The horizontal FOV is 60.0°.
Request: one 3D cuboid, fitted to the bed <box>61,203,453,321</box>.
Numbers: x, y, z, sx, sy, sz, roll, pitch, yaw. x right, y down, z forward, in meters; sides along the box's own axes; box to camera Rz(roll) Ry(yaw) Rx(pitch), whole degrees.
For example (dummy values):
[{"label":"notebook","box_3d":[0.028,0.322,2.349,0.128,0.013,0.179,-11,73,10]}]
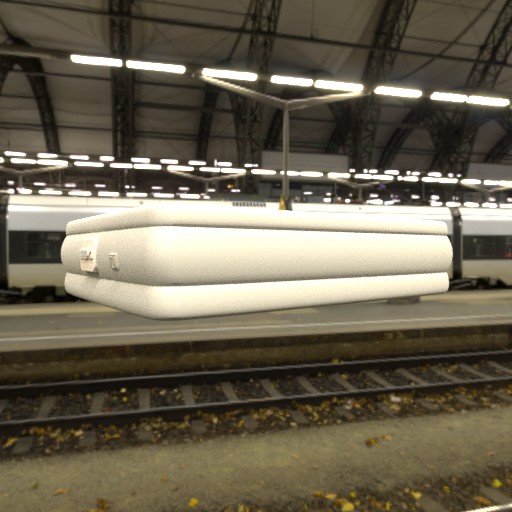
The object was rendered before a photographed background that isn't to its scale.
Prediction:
[{"label":"bed","box_3d":[0.000,0.000,2.719,2.036,0.460,1.520,-1,1,-36]}]
